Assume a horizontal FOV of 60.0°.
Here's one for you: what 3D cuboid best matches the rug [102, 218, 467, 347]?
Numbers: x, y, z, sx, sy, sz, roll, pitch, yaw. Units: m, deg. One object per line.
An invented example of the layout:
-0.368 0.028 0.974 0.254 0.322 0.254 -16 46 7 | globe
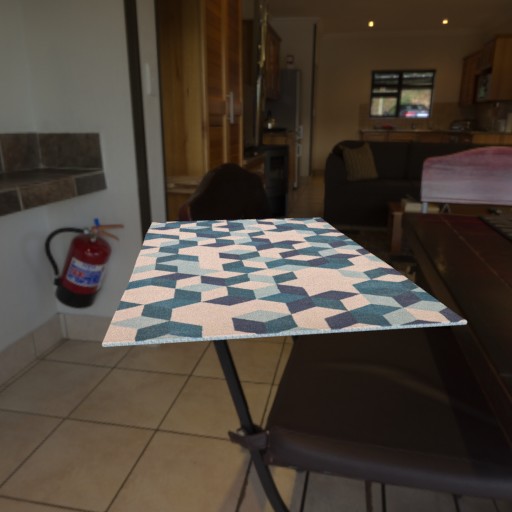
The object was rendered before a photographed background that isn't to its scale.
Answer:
0.000 0.000 2.320 1.235 0.014 1.829 -2 16 -7 | rug
